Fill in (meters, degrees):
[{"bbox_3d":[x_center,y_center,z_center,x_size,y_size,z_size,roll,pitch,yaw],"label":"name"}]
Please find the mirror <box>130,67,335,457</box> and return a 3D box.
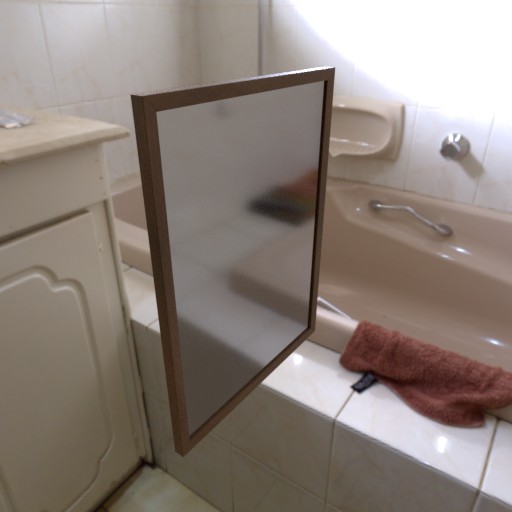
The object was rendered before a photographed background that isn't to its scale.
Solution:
[{"bbox_3d":[0.000,0.000,1.354,0.040,1.016,0.762,20,33,32],"label":"mirror"}]
